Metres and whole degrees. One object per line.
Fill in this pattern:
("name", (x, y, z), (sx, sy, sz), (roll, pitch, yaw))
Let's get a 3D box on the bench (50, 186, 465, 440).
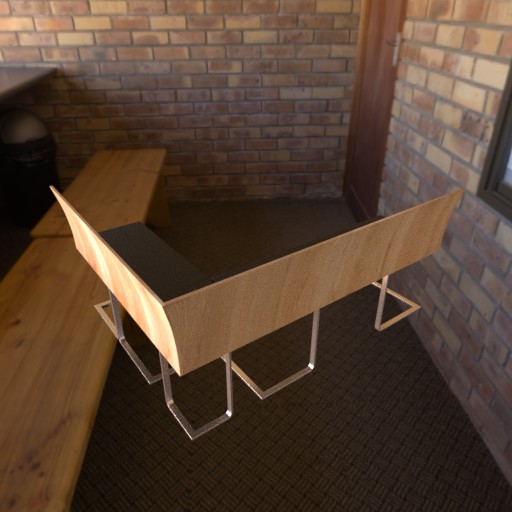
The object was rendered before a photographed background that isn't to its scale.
("bench", (0.000, 0.000, 2.844), (1.945, 0.930, 1.495), (-20, 35, -31))
